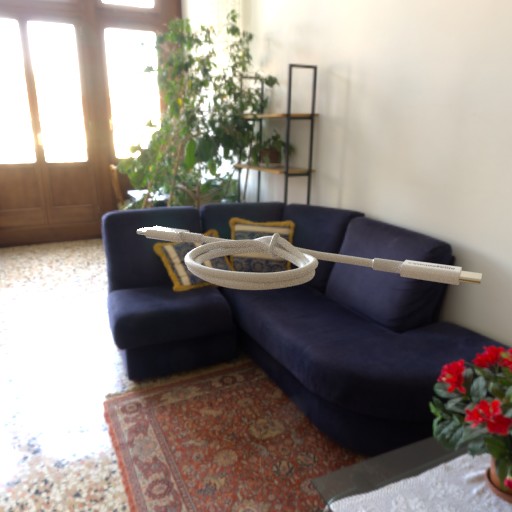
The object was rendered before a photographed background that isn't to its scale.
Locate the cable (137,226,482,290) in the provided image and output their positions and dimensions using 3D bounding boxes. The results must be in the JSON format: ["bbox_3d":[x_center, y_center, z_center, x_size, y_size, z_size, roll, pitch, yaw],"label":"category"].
[{"bbox_3d":[0.000,0.000,0.224,0.203,0.014,0.070,9,18,28],"label":"cable"}]
